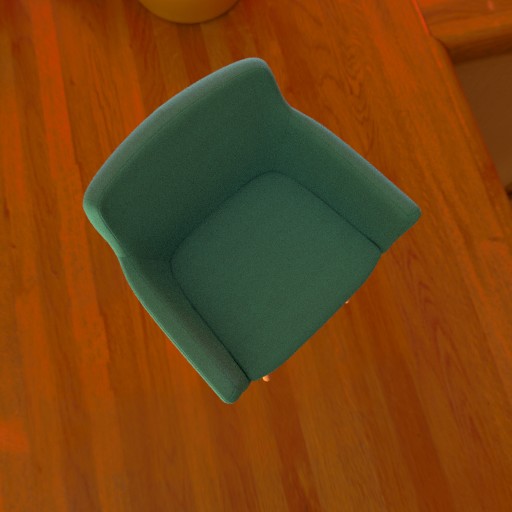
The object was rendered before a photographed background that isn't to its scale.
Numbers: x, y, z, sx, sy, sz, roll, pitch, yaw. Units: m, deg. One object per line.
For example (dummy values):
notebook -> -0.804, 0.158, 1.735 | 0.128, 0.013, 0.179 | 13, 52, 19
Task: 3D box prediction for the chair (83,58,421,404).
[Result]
chair -> 0.000, 0.000, 1.161 | 0.570, 0.780, 0.540 | -43, 80, -10
